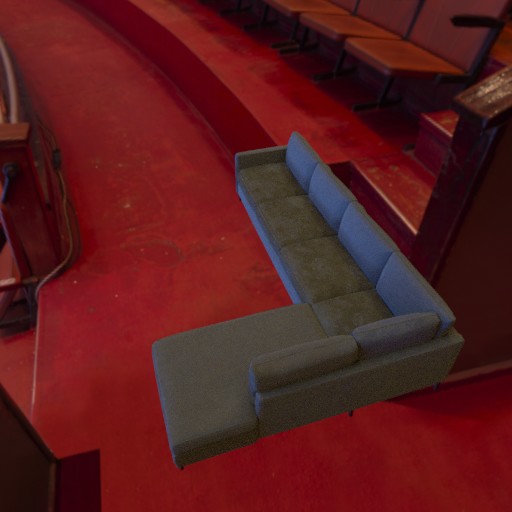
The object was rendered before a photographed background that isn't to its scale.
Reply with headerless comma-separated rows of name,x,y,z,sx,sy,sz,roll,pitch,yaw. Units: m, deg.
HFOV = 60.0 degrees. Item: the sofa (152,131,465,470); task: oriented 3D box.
sofa,0.000,0.000,3.261,1.707,0.687,2.486,-12,43,-13
